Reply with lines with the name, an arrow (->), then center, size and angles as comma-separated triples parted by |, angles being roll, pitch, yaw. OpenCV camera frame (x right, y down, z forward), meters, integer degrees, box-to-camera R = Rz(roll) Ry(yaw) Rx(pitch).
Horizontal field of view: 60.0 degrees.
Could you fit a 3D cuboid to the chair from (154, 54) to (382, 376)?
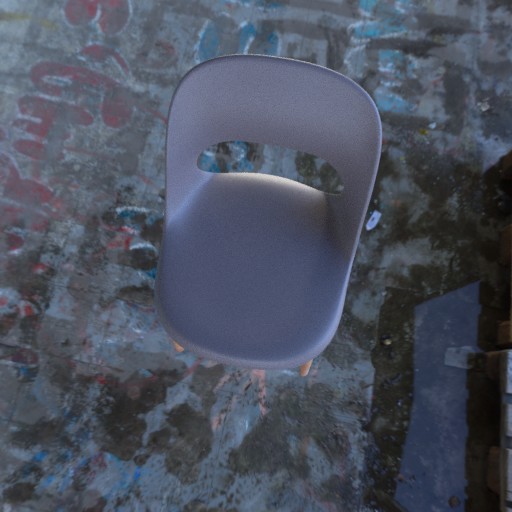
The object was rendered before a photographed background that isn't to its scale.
chair -> 0.000, 0.000, 1.128 | 0.470, 0.795, 0.556 | 11, 76, 3
